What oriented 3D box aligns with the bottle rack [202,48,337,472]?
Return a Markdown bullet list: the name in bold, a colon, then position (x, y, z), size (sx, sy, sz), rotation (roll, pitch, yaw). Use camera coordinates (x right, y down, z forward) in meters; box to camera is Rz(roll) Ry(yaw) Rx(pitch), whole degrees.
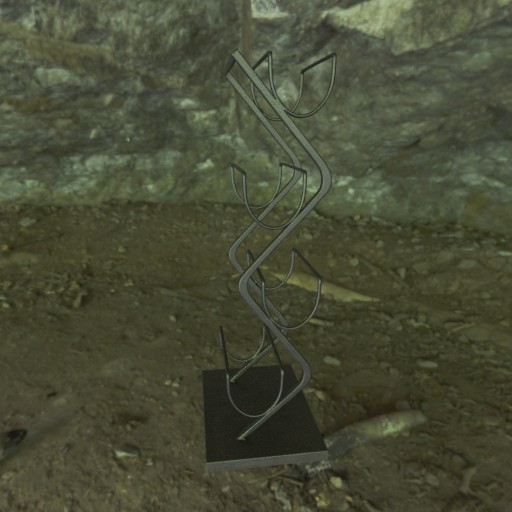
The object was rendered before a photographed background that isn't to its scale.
- **bottle rack**: position (0.000, 0.000, 0.684), size (0.178, 0.559, 0.254), rotation (-2, 16, -8)
